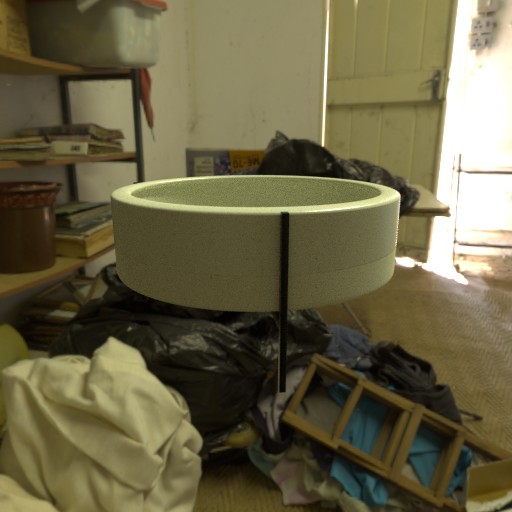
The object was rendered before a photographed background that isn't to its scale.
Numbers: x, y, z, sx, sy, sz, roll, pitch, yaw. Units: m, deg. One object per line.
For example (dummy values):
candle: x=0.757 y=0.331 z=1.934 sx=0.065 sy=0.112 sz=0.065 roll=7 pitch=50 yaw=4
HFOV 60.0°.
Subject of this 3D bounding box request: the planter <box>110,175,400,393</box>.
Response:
planter: x=0.000 y=0.000 z=0.555 sx=0.336 sy=0.171 sz=0.345 roll=-2 pitch=16 yaw=-8
